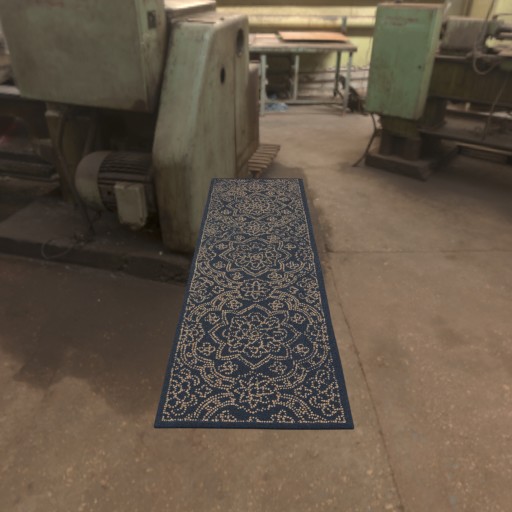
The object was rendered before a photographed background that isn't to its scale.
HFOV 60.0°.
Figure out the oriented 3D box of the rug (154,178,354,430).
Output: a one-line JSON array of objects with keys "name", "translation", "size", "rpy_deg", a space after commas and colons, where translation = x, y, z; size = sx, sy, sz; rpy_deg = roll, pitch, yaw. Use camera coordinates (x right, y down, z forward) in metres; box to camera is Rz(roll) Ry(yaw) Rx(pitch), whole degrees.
[{"name": "rug", "translation": [0.000, 0.000, 2.714], "size": [0.769, 0.012, 2.448], "rpy_deg": [0, 32, 0]}]
